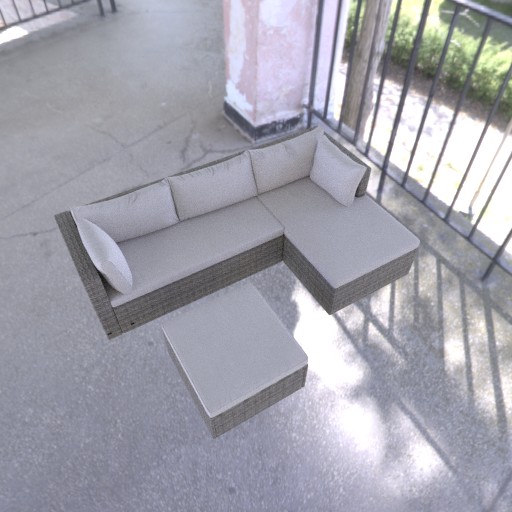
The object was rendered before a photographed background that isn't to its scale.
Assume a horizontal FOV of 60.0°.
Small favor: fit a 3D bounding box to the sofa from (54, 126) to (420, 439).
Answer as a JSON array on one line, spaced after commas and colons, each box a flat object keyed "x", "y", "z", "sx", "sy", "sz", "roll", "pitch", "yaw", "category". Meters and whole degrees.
[{"x": 0.000, "y": 0.000, "z": 3.065, "sx": 2.192, "sy": 0.766, "sz": 1.662, "roll": -24, "pitch": 52, "yaw": -20, "category": "sofa"}]
